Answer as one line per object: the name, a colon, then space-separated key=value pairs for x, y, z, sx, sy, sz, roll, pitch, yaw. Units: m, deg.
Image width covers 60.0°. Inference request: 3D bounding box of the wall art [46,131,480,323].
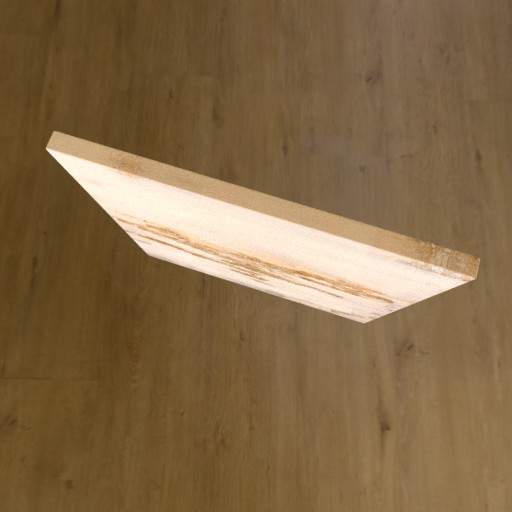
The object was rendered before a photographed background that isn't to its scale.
wall art: x=0.000 y=0.000 z=1.108 sx=0.753 sy=0.755 sz=0.038 roll=17 pitch=77 yaw=4
